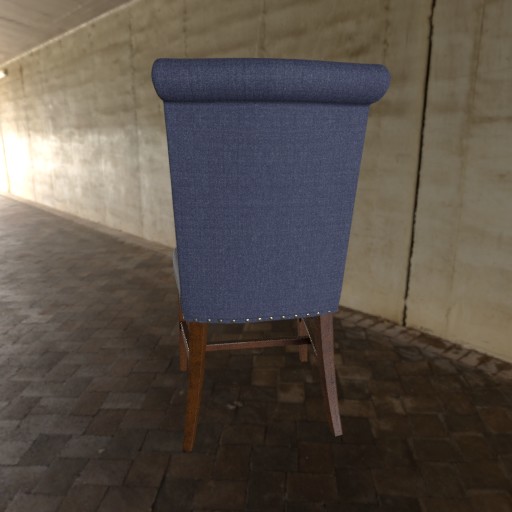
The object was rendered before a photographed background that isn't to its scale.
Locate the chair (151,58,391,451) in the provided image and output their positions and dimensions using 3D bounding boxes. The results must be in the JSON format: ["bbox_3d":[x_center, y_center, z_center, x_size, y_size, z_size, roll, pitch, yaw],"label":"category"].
[{"bbox_3d":[0.000,0.000,1.304,0.513,0.988,0.608,-2,15,-9],"label":"chair"}]
